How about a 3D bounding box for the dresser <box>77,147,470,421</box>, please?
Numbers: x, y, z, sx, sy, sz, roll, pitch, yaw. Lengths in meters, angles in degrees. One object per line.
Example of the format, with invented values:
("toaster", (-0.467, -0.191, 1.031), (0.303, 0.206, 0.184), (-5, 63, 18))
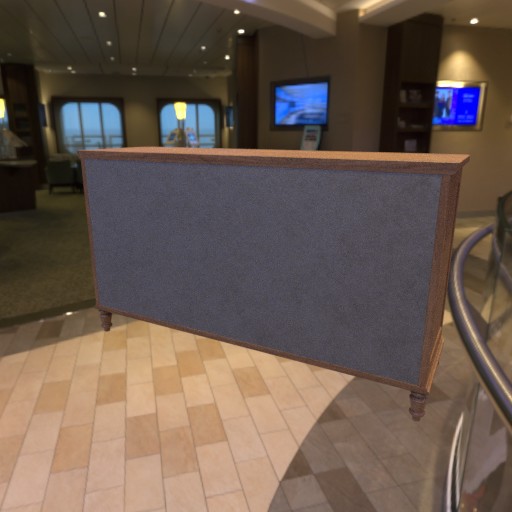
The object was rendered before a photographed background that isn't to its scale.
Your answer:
("dresser", (0.000, 0.000, 1.954), (1.583, 0.892, 0.468), (9, 18, 27))
